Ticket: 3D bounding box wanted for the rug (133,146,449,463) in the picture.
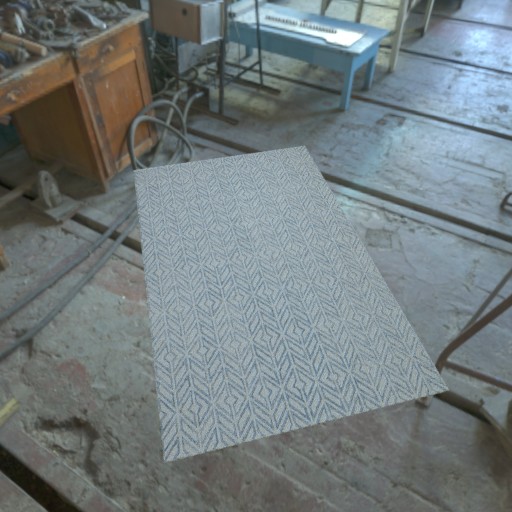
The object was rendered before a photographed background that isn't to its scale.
[{"bbox_3d":[0.000,0.000,3.069,1.526,0.008,2.441,-10,47,-10],"label":"rug"}]
